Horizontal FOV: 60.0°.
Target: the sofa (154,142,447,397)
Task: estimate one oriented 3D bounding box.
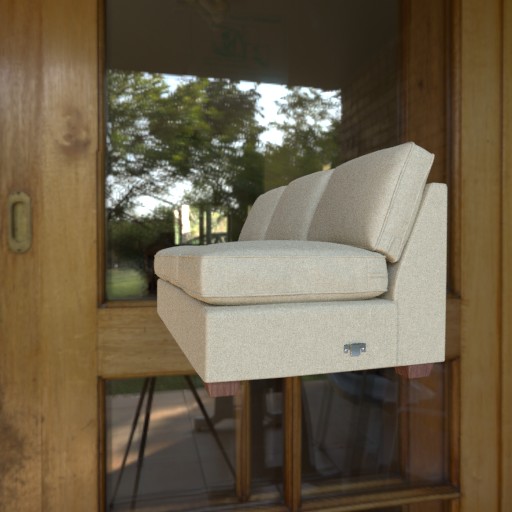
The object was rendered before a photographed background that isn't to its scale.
[{"bbox_3d":[0.000,0.000,2.558,1.027,0.973,1.962,0,0,-17],"label":"sofa"}]
